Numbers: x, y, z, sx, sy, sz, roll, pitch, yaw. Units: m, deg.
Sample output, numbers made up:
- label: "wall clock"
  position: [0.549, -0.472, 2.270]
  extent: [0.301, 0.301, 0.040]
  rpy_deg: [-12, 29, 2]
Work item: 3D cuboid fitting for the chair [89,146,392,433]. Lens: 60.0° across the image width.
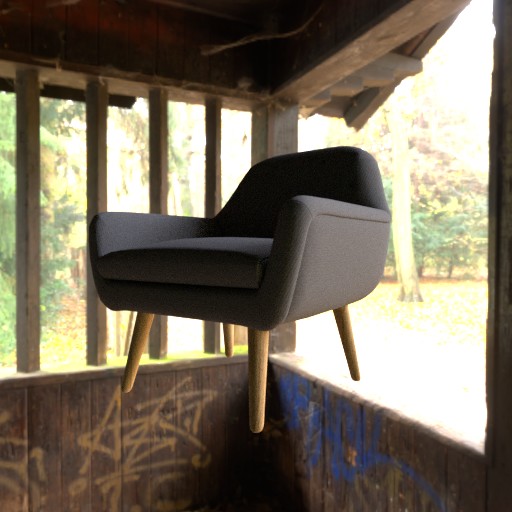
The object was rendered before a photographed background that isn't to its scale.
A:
- label: "chair"
  position: [0.000, 0.000, 1.422]
  extent: [0.770, 0.800, 0.779]
  rpy_deg: [1, 1, 36]
